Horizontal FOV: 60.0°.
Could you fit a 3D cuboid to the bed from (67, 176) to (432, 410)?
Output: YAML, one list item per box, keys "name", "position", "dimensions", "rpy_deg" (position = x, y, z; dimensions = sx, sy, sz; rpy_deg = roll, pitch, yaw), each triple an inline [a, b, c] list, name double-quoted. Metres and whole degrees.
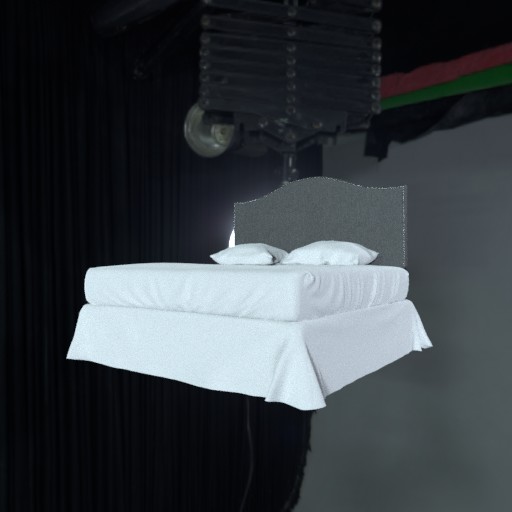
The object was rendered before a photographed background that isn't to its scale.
- name: "bed"
  position: [0.000, 0.000, 3.738]
  dimensions: [2.314, 1.651, 2.219]
  rpy_deg: [-1, -1, 36]
